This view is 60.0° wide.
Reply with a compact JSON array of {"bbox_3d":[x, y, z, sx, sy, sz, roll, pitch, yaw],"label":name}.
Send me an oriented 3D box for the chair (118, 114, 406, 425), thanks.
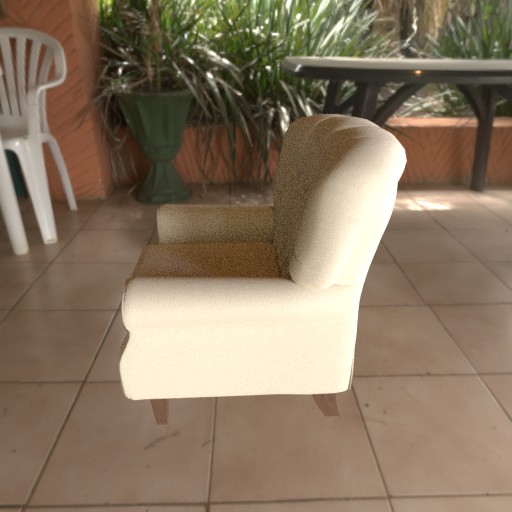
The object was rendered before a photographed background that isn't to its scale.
[{"bbox_3d":[0.000,0.000,2.010,1.132,1.169,1.035,-1,26,-3],"label":"chair"}]
